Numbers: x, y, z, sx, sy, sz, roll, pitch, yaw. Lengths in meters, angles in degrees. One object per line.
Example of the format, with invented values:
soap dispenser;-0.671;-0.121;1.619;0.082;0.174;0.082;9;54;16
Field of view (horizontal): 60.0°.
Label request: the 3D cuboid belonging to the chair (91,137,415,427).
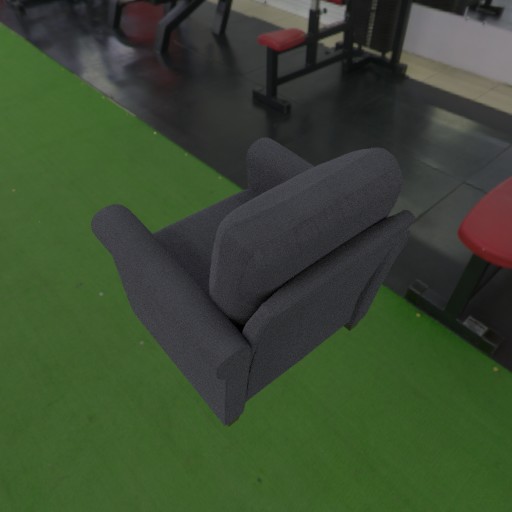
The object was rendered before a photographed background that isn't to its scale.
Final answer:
chair;0.000;0.000;1.646;0.867;0.942;0.828;-31;53;-27
